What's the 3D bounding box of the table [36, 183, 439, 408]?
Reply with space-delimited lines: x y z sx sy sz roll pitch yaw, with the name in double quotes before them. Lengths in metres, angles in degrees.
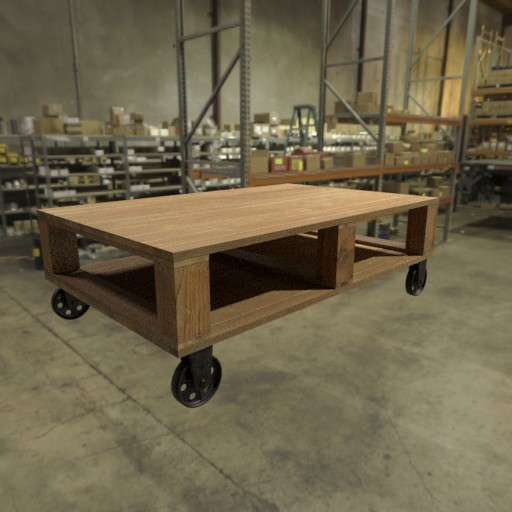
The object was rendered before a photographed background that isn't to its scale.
"table" 0.000 0.000 1.726 1.299 0.413 0.827 -14 20 -42
